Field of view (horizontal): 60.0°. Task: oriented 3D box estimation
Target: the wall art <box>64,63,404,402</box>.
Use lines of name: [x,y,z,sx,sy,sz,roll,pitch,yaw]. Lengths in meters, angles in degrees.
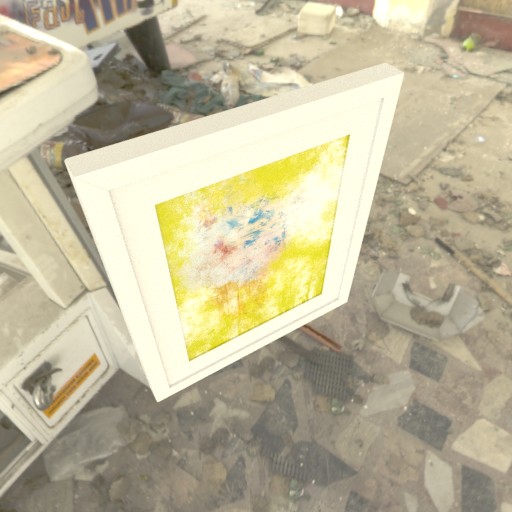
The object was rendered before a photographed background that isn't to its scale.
wall art: [0.000,0.000,0.532,0.331,0.381,0.028,-24,52,-21]
